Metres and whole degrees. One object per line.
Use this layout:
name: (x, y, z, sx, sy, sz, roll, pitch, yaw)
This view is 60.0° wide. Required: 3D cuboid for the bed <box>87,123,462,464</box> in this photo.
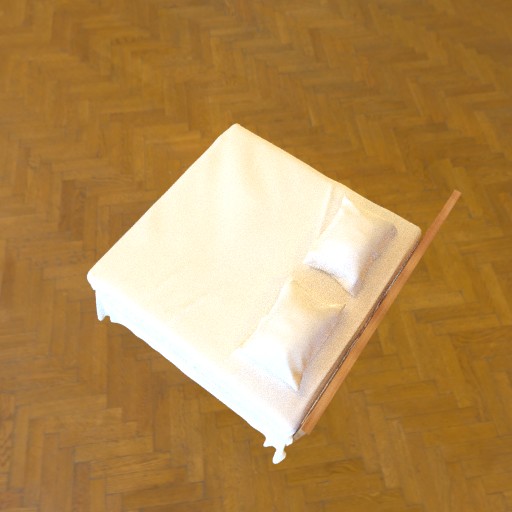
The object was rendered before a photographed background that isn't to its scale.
bed: (0.000, 0.000, 3.660, 2.215, 1.270, 2.317, 33, 69, 15)
